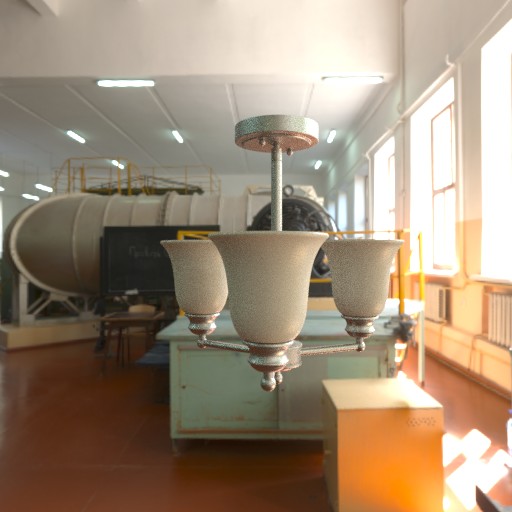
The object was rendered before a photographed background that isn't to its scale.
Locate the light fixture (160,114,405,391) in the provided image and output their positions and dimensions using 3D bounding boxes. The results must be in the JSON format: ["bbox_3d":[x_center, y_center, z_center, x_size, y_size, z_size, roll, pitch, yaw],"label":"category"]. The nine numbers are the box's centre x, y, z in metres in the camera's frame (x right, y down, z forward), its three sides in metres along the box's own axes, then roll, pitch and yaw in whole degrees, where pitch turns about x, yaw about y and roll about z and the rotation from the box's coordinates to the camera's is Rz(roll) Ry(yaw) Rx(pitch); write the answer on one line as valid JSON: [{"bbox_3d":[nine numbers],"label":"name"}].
[{"bbox_3d":[0.000,0.000,0.662,0.354,0.370,0.388,0,0,36],"label":"light fixture"}]
